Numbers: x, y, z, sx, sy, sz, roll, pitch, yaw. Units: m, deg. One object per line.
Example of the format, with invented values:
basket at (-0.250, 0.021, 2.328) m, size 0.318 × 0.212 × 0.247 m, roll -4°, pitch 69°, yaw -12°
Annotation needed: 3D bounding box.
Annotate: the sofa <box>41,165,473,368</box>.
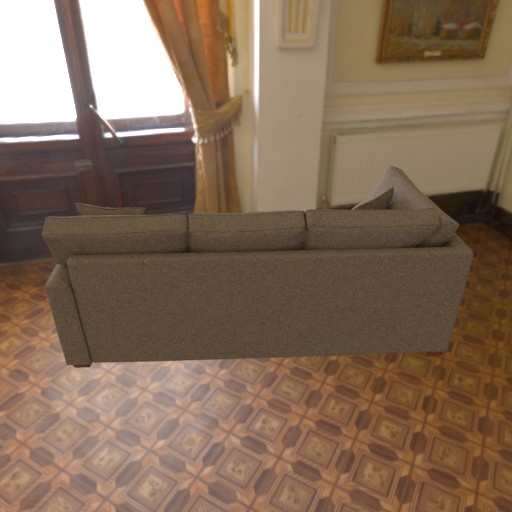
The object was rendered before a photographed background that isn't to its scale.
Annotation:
sofa at (0.000, 0.000, 2.912) m, size 2.317 × 0.962 × 1.061 m, roll -1°, pitch 30°, yaw -2°
